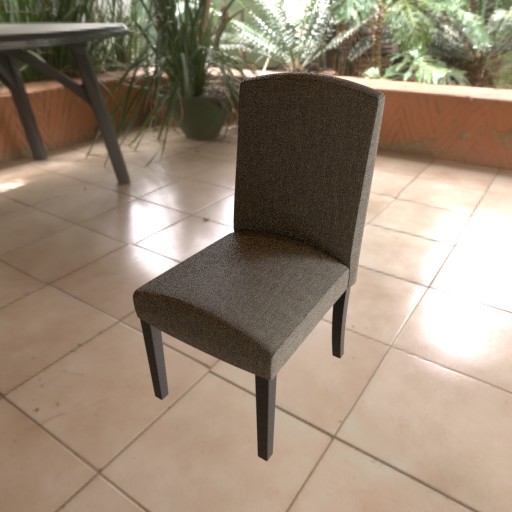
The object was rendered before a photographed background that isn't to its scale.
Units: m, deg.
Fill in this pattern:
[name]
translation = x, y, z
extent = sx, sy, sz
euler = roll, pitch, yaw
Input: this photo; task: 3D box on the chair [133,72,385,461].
[chair]
translation = 0.000, 0.000, 1.261
extent = 0.451, 0.917, 0.580
euler = 18, 34, 29
